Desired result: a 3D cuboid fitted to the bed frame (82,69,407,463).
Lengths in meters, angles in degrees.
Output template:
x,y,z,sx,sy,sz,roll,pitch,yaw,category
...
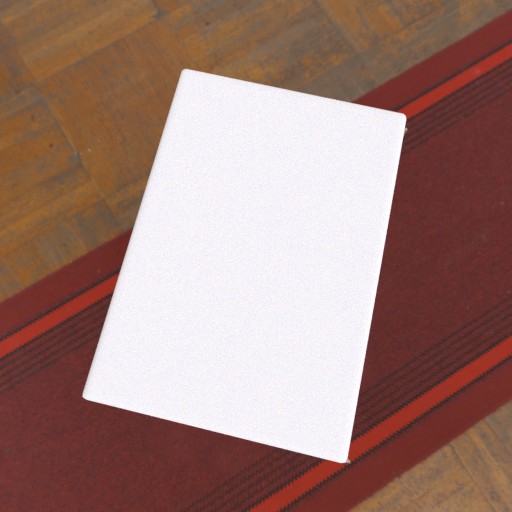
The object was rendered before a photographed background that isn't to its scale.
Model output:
x,y,z,sx,sy,sz,roll,pitch,yaw,category
0.000,0.000,2.597,1.445,0.497,1.945,13,77,3,bed frame
